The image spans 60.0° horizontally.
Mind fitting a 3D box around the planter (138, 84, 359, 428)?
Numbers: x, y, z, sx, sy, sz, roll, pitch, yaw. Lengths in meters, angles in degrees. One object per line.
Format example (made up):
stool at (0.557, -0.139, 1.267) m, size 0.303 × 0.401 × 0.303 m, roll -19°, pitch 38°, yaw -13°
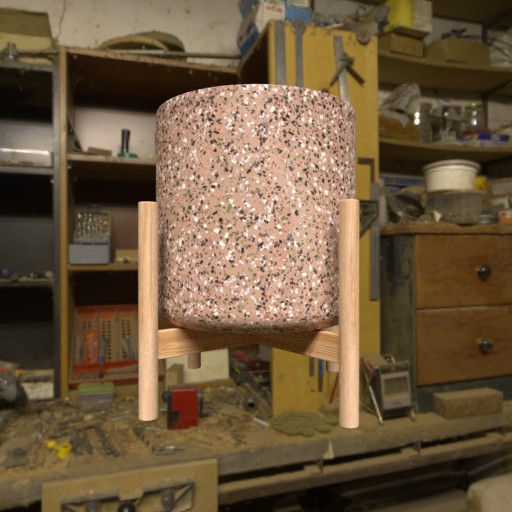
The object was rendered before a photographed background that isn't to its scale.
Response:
planter at (0.000, 0.000, 0.691) m, size 0.360 × 0.419 × 0.360 m, roll 0°, pitch 0°, yaw -17°
